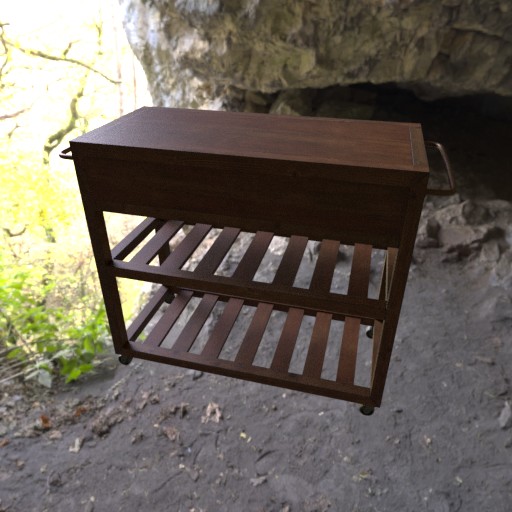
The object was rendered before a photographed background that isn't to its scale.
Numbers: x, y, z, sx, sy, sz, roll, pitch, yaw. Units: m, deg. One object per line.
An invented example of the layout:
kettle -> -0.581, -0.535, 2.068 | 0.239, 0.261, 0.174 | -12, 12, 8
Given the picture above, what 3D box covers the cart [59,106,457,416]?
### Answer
cart -> 0.000, 0.000, 1.475 | 1.065, 0.830, 0.445 | 8, 32, 13
